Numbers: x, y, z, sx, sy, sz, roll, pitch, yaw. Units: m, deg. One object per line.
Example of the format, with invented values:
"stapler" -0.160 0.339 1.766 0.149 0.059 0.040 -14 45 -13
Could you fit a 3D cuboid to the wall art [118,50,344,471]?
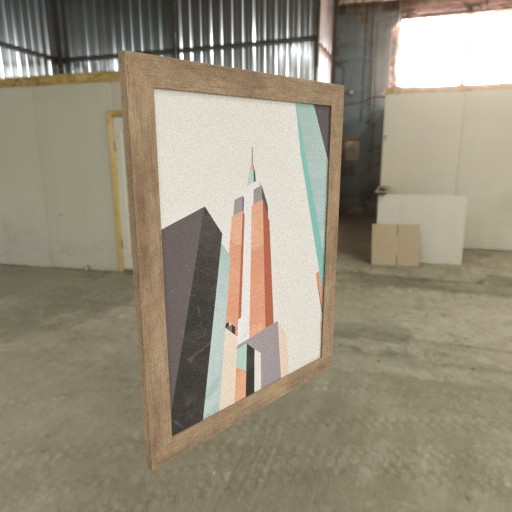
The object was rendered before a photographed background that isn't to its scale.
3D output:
"wall art" 0.000 0.000 0.887 0.534 0.686 0.018 -13 19 -43
